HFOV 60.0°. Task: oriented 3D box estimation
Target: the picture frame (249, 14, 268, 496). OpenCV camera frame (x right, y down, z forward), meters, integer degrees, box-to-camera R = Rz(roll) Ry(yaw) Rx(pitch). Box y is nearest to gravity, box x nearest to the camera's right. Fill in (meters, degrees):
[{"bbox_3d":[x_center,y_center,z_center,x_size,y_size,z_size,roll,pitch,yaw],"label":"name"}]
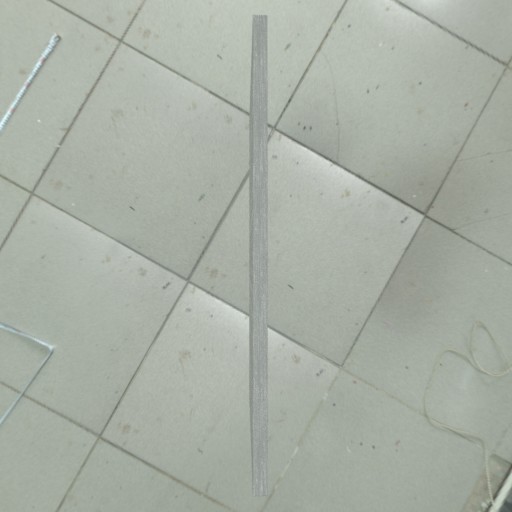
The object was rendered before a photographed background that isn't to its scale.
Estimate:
[{"bbox_3d":[0.000,0.000,1.195,0.029,0.640,0.950,0,89,-1],"label":"picture frame"}]
